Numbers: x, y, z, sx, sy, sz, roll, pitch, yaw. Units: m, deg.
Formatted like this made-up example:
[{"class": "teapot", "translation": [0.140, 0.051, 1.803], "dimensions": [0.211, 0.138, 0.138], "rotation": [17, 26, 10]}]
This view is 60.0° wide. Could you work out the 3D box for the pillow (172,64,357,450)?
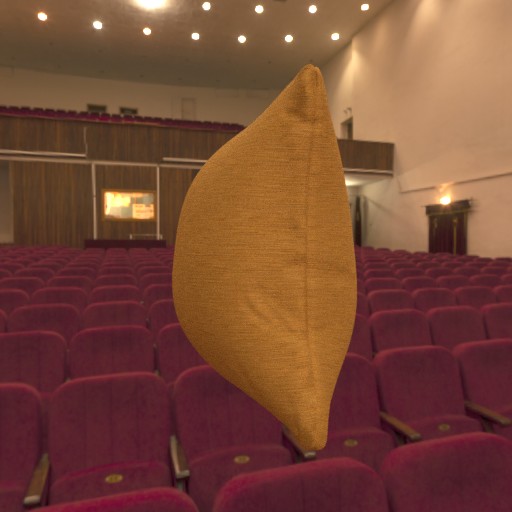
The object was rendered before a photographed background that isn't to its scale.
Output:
[{"class": "pillow", "translation": [0.000, 0.000, 0.675], "dimensions": [0.247, 0.417, 0.435], "rotation": [0, 1, -17]}]
